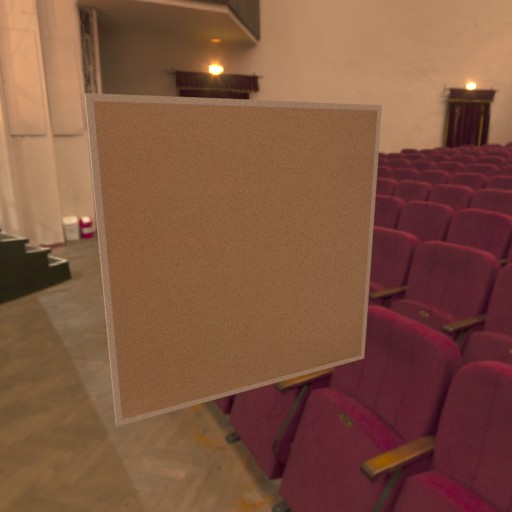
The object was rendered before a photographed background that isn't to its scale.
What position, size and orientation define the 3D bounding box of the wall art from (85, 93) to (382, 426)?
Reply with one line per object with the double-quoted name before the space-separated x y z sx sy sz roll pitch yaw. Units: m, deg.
"wall art" 0.000 0.000 1.217 0.809 0.809 0.012 -7 17 -26
